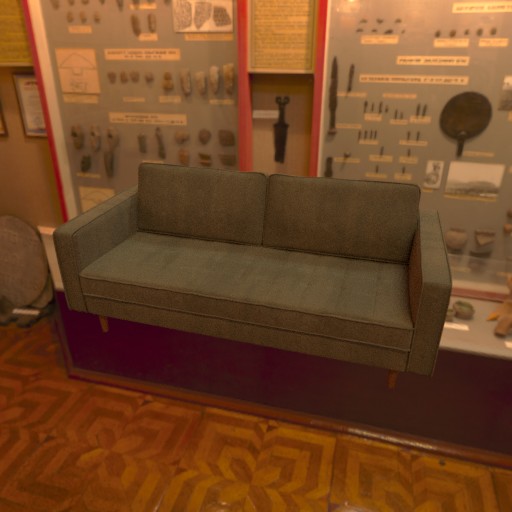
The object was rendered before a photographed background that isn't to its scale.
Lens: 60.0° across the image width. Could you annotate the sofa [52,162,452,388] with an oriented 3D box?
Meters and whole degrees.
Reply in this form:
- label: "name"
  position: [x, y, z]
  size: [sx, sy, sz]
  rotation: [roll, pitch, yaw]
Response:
- label: "sofa"
  position: [0.000, 0.000, 2.457]
  size: [1.920, 0.825, 0.924]
  rotation: [8, 27, 15]
